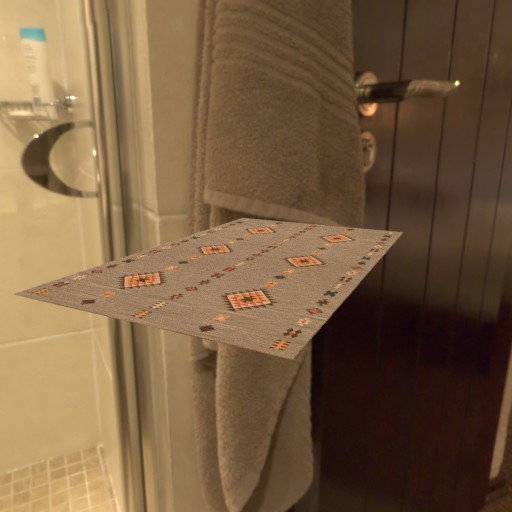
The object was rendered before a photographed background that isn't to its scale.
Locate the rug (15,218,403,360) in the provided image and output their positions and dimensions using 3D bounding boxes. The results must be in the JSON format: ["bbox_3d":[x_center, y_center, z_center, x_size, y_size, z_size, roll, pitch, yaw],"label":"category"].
[{"bbox_3d":[0.000,0.000,2.958,1.515,0.007,2.427,7,17,26],"label":"rug"}]
